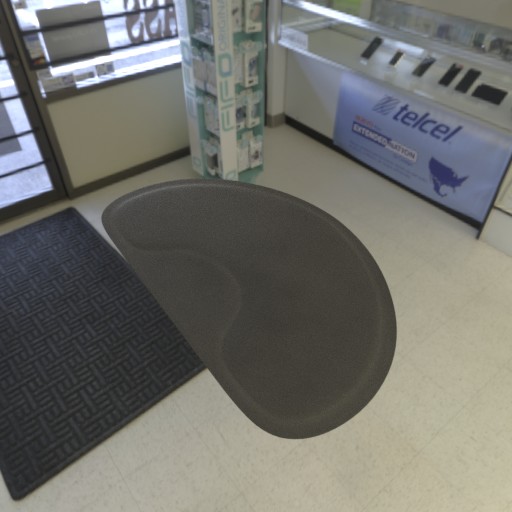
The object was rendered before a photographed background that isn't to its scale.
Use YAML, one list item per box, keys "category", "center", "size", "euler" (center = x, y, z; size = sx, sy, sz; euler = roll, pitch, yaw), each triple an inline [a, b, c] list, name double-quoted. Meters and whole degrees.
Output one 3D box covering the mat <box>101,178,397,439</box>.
- category: "mat"
  center: [0.000, 0.000, 1.883]
  size: [0.913, 0.013, 1.524]
  euler: [-26, 48, -26]
